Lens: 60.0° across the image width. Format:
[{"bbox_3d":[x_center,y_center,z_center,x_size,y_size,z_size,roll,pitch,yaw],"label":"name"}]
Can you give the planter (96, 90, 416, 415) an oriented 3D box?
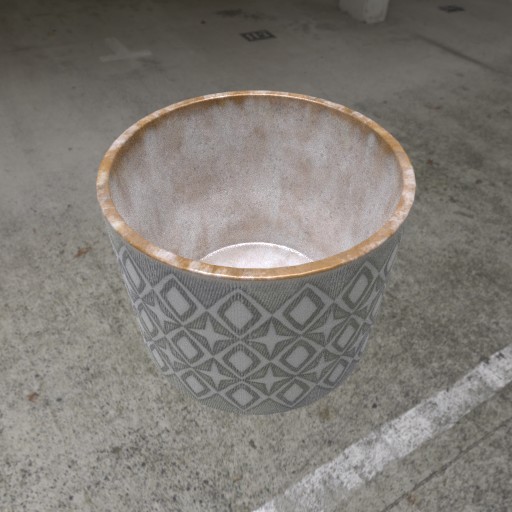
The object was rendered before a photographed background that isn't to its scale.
[{"bbox_3d":[0.000,0.000,0.442,0.255,0.223,0.255,0,46,0],"label":"planter"}]
